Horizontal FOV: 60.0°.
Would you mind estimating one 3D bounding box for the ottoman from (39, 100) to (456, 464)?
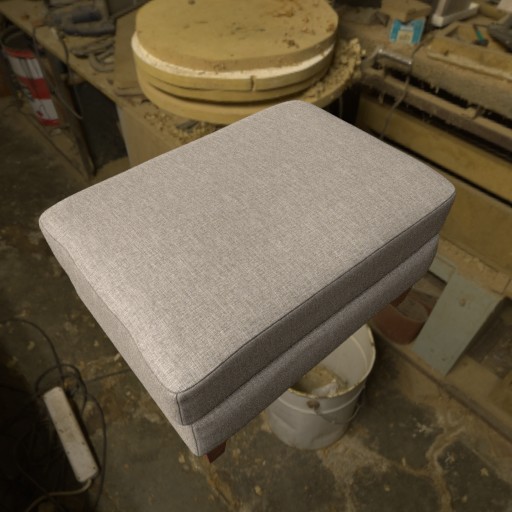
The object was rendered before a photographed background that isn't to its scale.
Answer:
[{"bbox_3d":[0.000,0.000,1.213,0.873,0.494,0.639,-32,55,-26],"label":"ottoman"}]
